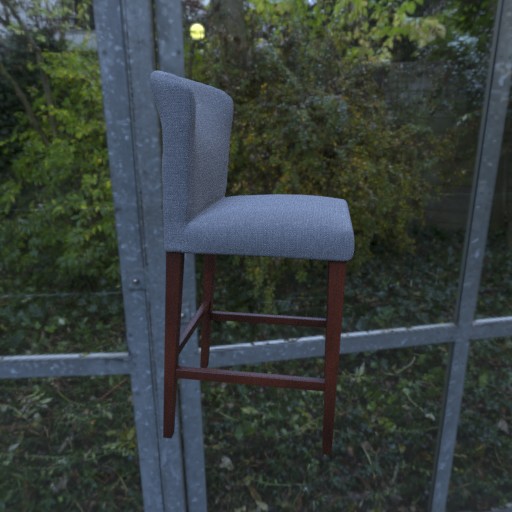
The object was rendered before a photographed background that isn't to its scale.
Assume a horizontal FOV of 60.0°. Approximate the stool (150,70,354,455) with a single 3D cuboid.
[{"bbox_3d":[0.000,0.000,1.383,0.568,1.069,0.486,3,17,9],"label":"stool"}]
